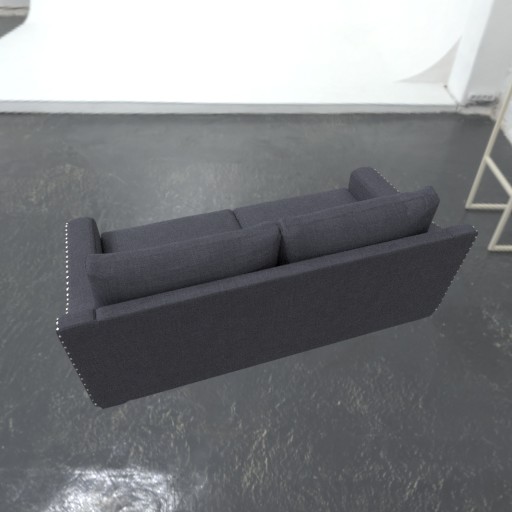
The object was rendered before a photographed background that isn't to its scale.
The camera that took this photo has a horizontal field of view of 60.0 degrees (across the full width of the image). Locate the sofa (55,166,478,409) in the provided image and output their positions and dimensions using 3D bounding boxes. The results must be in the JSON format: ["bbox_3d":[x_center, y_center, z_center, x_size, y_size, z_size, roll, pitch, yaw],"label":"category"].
[{"bbox_3d":[0.000,0.000,3.236,2.550,1.196,1.336,-12,42,-14],"label":"sofa"}]
